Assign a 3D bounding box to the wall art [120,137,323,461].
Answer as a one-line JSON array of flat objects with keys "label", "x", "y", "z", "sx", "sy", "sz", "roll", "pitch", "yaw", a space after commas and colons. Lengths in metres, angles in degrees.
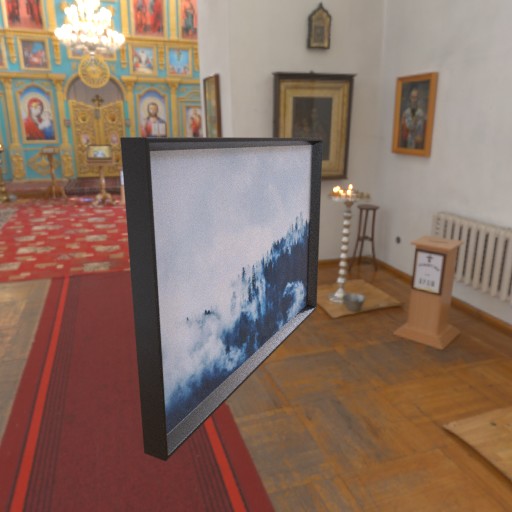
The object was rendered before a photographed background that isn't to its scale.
[{"label": "wall art", "x": 0.000, "y": 0.000, "z": 1.241, "sx": 0.058, "sy": 0.640, "sz": 0.939, "roll": 7, "pitch": 16, "yaw": 26}]
